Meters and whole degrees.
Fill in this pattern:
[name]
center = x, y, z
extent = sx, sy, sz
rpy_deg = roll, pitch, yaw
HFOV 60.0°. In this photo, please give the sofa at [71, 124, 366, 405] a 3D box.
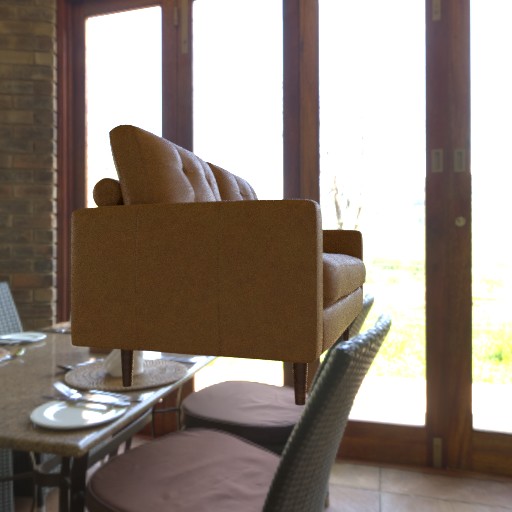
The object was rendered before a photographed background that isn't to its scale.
[sofa]
center = 0.000, 0.000, 1.956
extent = 0.868, 0.898, 1.430
rpy_deg = 0, 0, 18
